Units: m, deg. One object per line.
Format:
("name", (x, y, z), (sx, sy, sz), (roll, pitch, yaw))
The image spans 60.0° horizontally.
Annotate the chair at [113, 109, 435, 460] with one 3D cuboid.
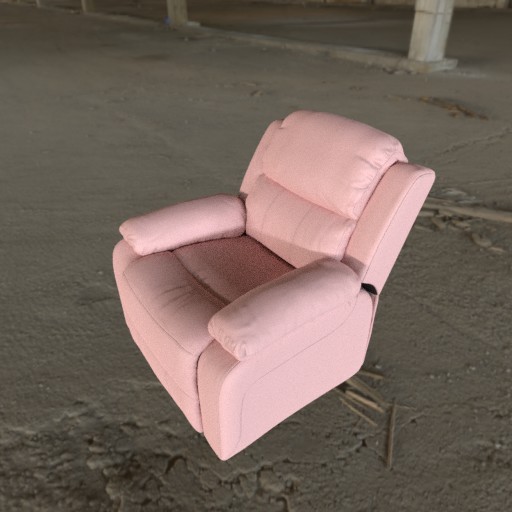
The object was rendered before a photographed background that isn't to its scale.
("chair", (0.000, 0.000, 1.278), (0.709, 0.702, 0.680), (-20, 37, -29))
